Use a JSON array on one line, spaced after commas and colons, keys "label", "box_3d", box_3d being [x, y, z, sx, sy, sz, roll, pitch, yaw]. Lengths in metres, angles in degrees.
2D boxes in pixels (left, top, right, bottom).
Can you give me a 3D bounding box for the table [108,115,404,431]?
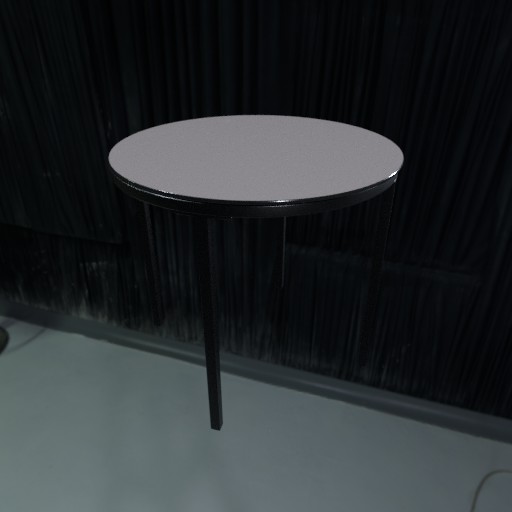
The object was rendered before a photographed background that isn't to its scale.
[{"label": "table", "box_3d": [0.000, 0.000, 0.887, 0.499, 0.443, 0.499, 0, 30, 0]}]
